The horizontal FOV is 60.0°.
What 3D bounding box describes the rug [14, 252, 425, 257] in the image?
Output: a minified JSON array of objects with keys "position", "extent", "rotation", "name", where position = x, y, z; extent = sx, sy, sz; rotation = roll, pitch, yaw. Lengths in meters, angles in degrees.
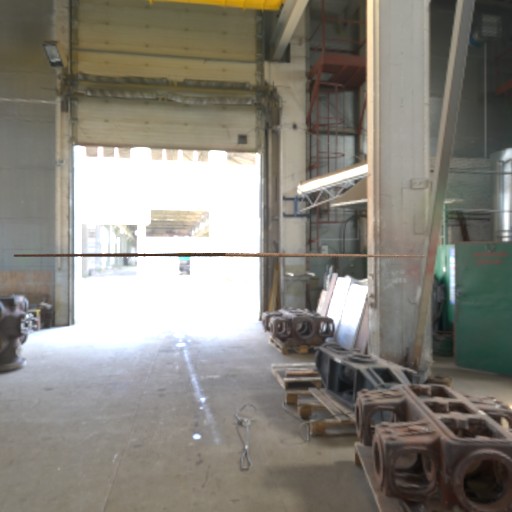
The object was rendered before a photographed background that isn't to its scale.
[{"position":[0.000,0.000,2.964],"extent":[1.524,0.014,2.438],"rotation":[0,0,36],"name":"rug"}]
